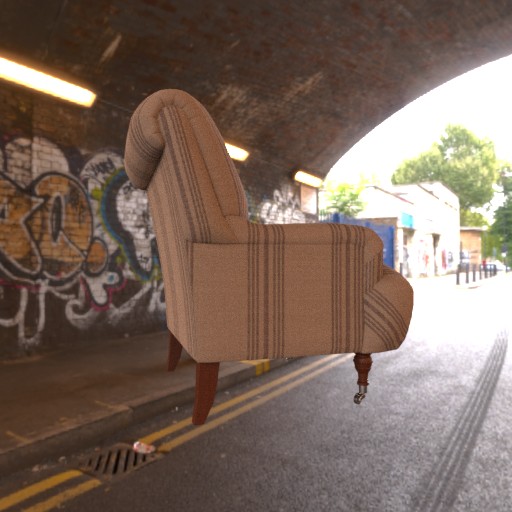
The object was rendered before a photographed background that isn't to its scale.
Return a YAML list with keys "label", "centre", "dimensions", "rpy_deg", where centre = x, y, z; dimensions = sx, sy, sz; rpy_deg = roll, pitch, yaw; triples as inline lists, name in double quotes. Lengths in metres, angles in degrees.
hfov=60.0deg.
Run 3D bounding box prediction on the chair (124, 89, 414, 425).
- label: "chair"
  centre: [0.000, 0.000, 1.612]
  dimensions: [0.914, 0.940, 0.813]
  rpy_deg: [0, -1, -18]
